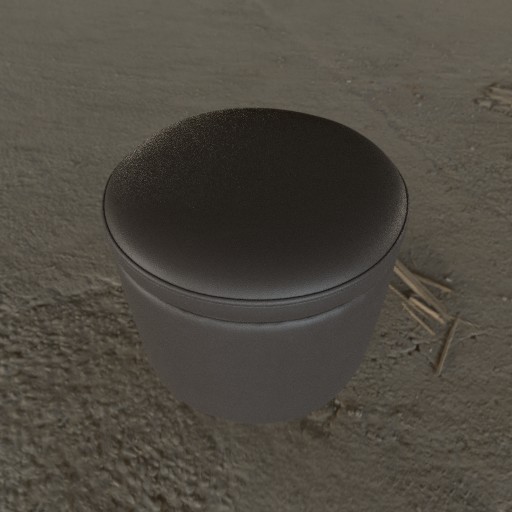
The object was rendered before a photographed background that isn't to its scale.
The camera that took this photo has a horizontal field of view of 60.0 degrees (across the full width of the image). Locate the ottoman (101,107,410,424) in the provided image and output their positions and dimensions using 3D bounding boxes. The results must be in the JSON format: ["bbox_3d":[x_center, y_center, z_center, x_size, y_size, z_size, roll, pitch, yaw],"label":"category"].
[{"bbox_3d":[0.000,0.000,0.851,0.500,0.409,0.500,0,46,0],"label":"ottoman"}]
